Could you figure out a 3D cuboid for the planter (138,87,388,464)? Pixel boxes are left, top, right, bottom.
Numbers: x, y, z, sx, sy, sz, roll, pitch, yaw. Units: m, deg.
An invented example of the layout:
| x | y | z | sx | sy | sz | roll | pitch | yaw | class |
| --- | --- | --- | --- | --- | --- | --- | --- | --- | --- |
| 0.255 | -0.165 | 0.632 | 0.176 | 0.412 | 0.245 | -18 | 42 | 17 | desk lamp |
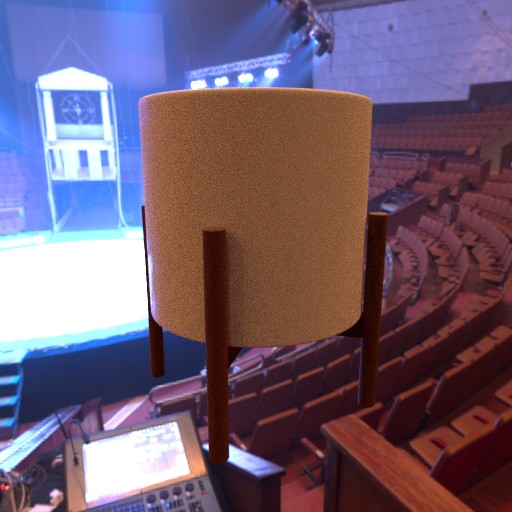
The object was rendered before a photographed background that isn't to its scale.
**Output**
| x | y | z | sx | sy | sz | roll | pitch | yaw | class |
| --- | --- | --- | --- | --- | --- | --- | --- | --- | --- |
| 0.000 | 0.000 | 0.884 | 0.421 | 0.581 | 0.420 | -7 | 15 | -27 | planter |
